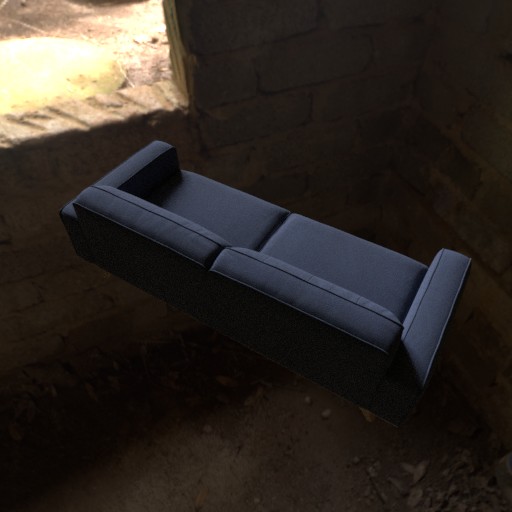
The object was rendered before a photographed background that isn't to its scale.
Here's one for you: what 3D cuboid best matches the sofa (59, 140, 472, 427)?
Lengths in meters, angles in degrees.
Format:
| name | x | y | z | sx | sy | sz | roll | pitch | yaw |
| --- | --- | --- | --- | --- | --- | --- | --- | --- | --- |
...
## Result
| name | x | y | z | sx | sy | sz | roll | pitch | yaw |
| --- | --- | --- | --- | --- | --- | --- | --- | --- | --- |
| sofa | 0.000 | 0.000 | 2.682 | 2.270 | 0.782 | 0.953 | 24 | 52 | 21 |
